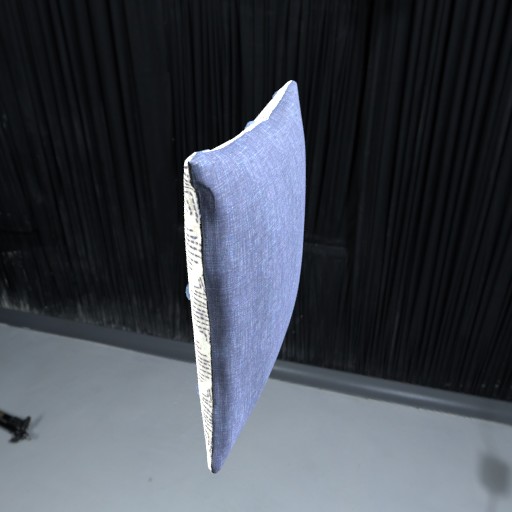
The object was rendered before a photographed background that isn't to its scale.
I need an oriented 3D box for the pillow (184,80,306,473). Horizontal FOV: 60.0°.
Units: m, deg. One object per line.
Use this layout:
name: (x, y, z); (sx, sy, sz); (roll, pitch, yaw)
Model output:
pillow: (0.000, 0.000, 0.780); (0.145, 0.510, 0.510); (8, 31, 14)
